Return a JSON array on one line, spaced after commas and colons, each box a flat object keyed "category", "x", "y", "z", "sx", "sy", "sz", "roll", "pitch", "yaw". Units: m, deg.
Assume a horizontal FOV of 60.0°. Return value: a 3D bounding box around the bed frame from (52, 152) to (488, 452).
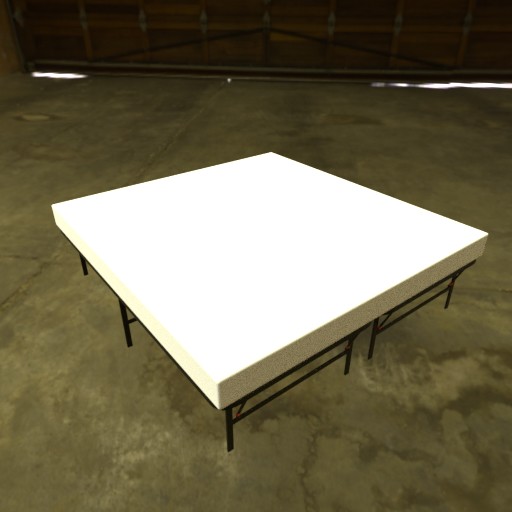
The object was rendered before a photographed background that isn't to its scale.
[{"category": "bed frame", "x": 0.000, "y": 0.000, "z": 2.956, "sx": 1.930, "sy": 0.559, "sz": 2.032, "roll": -21, "pitch": 36, "yaw": -32}]
